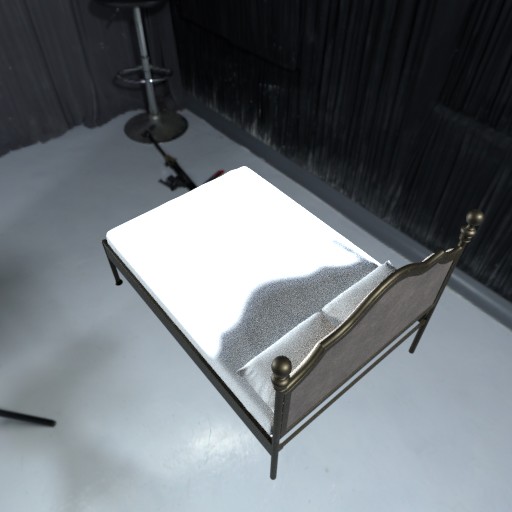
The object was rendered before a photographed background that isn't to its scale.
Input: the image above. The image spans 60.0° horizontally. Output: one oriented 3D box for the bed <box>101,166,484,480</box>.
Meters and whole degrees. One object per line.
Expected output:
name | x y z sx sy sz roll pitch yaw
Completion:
bed | 0.000 0.000 3.198 1.533 1.462 2.170 -31 54 -26
